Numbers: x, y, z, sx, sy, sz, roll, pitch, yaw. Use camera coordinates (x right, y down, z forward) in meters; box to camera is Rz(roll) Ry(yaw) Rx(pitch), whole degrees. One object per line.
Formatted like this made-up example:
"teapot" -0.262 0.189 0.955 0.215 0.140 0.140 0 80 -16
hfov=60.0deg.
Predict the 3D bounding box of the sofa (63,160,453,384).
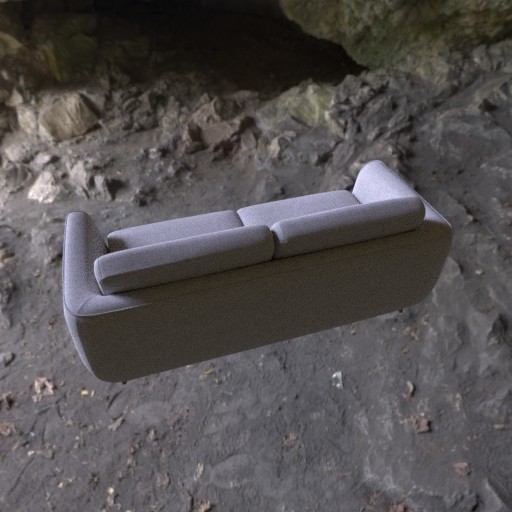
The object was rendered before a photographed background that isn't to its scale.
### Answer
"sofa" 0.000 0.000 2.517 2.000 0.850 0.920 -12 43 -13
